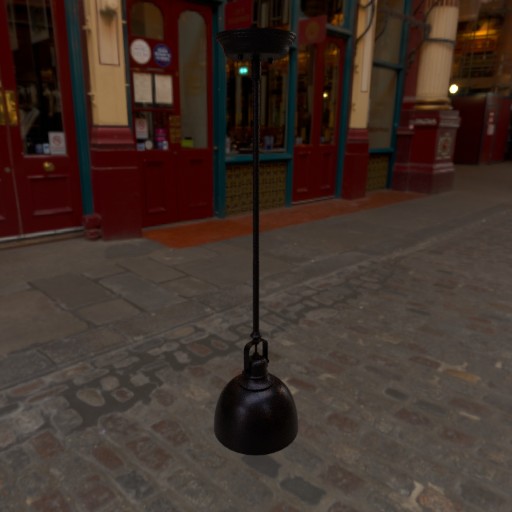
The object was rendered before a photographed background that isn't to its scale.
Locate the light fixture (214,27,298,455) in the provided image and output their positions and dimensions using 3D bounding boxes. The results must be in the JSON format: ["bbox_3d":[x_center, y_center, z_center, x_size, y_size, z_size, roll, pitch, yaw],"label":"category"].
[{"bbox_3d":[0.000,0.000,0.851,0.182,0.768,0.182,-15,22,-42],"label":"light fixture"}]
